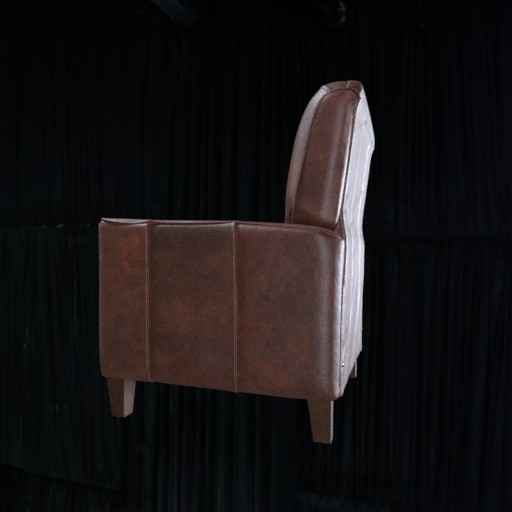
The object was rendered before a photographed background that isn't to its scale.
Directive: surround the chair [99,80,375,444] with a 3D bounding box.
[{"bbox_3d":[0.000,0.000,1.672,0.836,1.043,0.843,0,0,18],"label":"chair"}]
